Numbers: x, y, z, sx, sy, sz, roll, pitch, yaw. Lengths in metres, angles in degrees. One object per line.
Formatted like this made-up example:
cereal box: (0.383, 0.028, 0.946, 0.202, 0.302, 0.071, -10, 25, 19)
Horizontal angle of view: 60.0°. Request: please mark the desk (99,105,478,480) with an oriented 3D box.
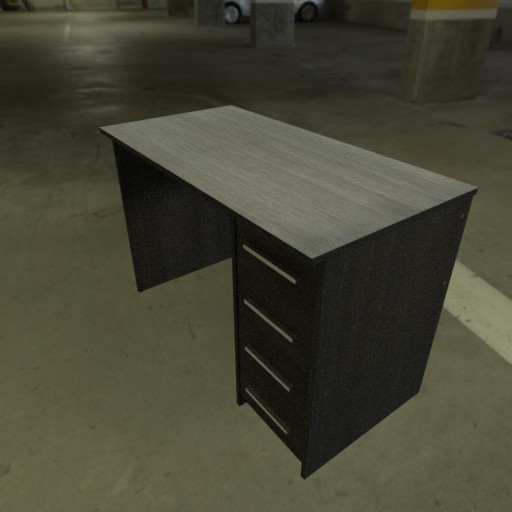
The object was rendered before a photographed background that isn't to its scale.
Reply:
desk: (0.000, 0.000, 1.519, 0.560, 0.730, 1.096, -21, 37, -31)
